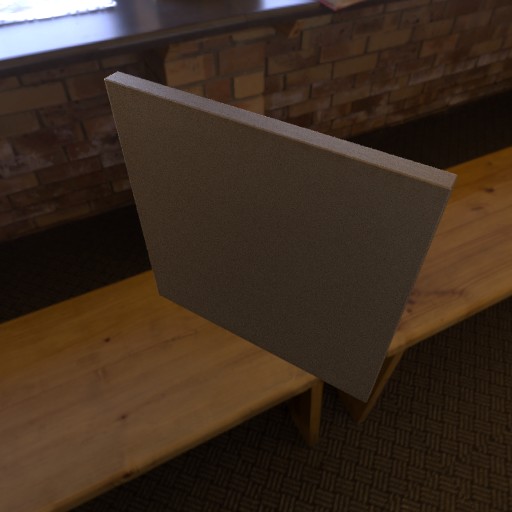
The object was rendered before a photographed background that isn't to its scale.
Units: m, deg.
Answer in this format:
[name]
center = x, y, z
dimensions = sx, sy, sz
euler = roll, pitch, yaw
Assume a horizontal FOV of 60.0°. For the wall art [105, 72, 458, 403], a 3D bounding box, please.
[wall art]
center = 0.000, 0.000, 0.752
dimensions = 0.503, 0.506, 0.030
euler = 24, 51, 21
